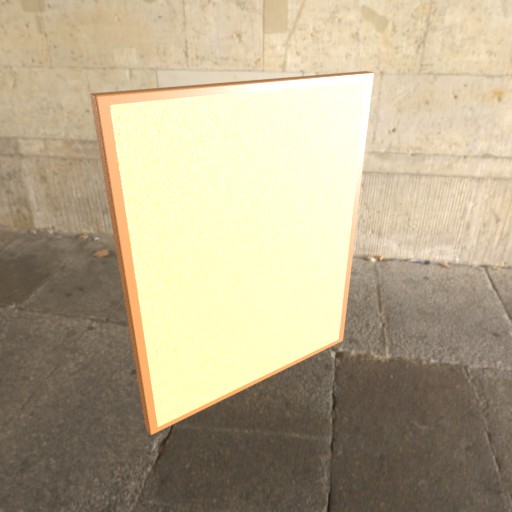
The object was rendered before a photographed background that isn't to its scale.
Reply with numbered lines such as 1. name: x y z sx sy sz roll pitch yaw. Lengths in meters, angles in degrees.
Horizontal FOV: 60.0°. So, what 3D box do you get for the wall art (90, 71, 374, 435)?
1. wall art: 0.000 0.000 0.743 0.449 0.550 0.021 -18 33 -30
